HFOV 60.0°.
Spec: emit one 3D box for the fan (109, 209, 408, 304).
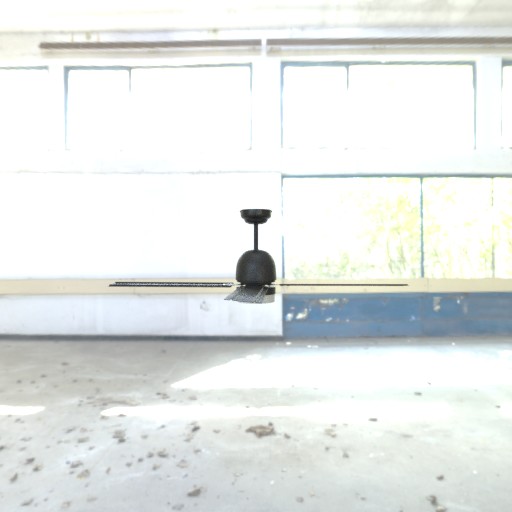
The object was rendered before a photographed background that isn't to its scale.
[{"bbox_3d":[0.000,0.000,1.989,1.319,0.410,1.319,0,1,2],"label":"fan"}]
